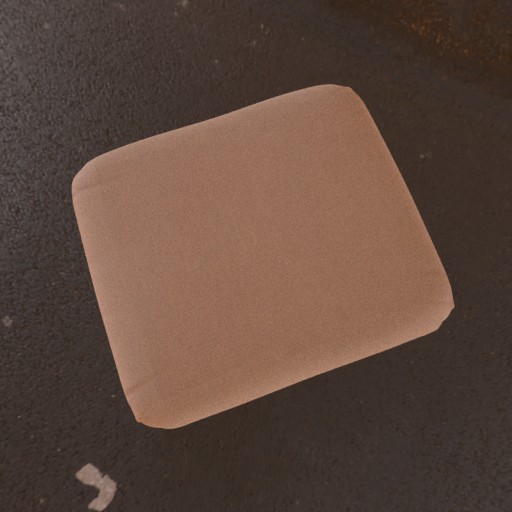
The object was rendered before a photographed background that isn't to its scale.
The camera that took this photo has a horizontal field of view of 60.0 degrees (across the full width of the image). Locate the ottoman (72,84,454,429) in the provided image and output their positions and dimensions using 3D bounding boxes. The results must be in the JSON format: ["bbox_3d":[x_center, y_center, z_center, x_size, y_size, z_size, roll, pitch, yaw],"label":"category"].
[{"bbox_3d":[0.000,0.000,1.127,0.746,0.450,0.639,-19,76,-5],"label":"ottoman"}]
